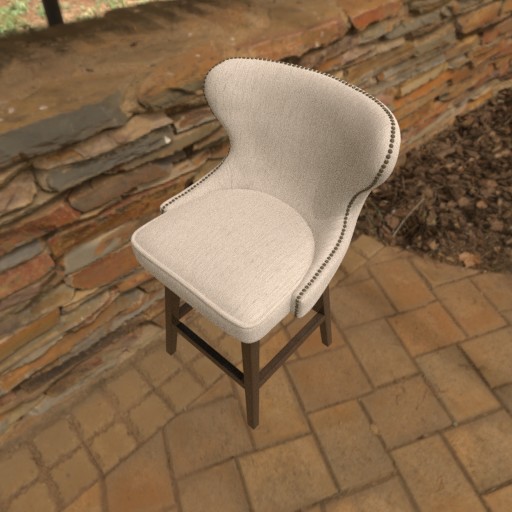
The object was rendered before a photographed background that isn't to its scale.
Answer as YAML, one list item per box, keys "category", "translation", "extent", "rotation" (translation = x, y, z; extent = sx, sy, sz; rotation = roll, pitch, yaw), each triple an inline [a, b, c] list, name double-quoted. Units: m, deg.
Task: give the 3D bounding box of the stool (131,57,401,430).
- category: "stool"
  translation: [0.000, 0.000, 1.380]
  extent: [0.615, 0.972, 0.597]
  rotation: [33, 55, 27]
